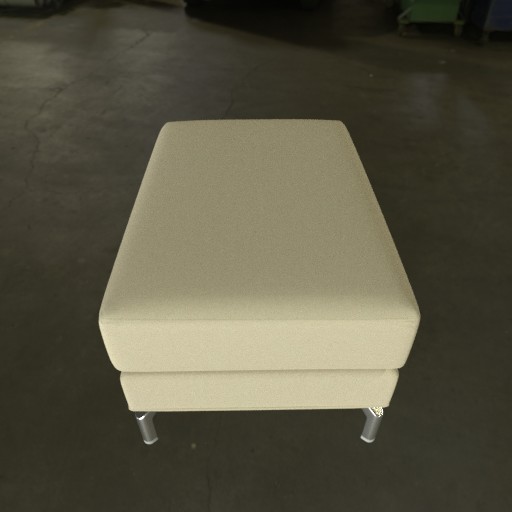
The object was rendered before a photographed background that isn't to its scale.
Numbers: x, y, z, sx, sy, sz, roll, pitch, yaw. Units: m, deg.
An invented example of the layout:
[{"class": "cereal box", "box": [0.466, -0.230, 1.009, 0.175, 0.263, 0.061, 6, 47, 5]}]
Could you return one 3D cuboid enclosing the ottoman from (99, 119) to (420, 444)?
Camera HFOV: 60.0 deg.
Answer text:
[{"class": "ottoman", "box": [0.000, 0.000, 1.209, 0.581, 0.497, 0.835, -1, 41, -1]}]
